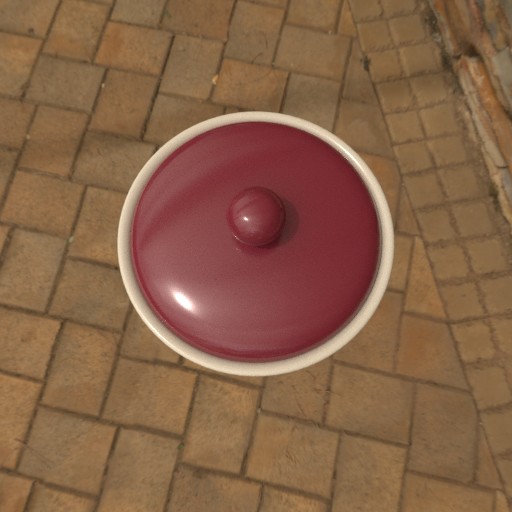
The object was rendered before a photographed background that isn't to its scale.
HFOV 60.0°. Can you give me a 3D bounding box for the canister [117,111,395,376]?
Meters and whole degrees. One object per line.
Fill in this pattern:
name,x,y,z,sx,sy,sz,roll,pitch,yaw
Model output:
canister,0.000,0.000,0.348,0.182,0.208,0.182,0,75,0
